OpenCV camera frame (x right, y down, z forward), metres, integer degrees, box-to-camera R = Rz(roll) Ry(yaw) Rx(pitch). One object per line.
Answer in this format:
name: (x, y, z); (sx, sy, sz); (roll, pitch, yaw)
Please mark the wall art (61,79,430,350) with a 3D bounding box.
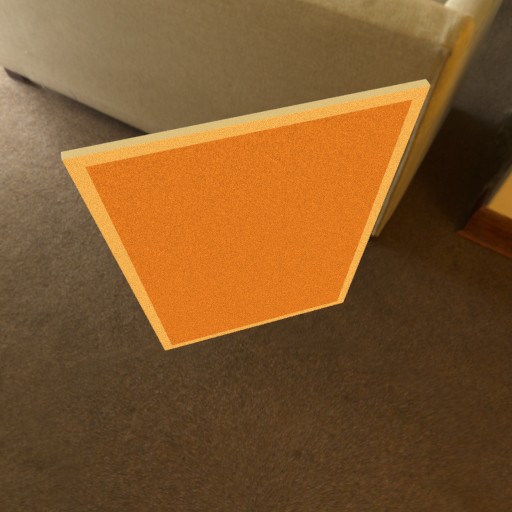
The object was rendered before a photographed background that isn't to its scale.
wall art: (0.000, 0.000, 0.814); (0.456, 0.656, 0.013); (-14, 60, -8)
